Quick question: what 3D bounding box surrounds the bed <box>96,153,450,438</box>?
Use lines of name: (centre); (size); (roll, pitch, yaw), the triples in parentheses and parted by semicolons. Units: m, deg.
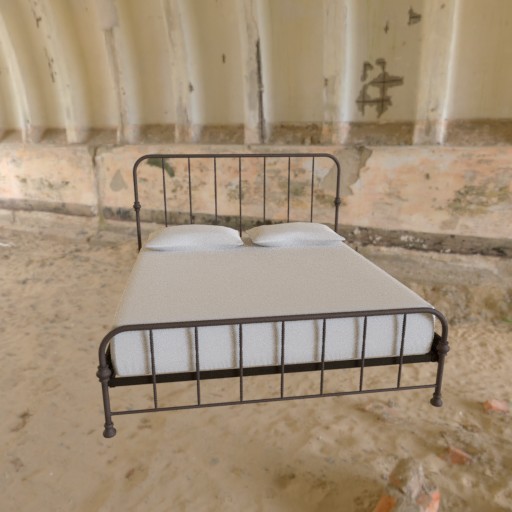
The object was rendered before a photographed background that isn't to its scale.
bed: (0.000, 0.000, 3.417); (2.044, 1.446, 2.134); (-2, 16, -8)
